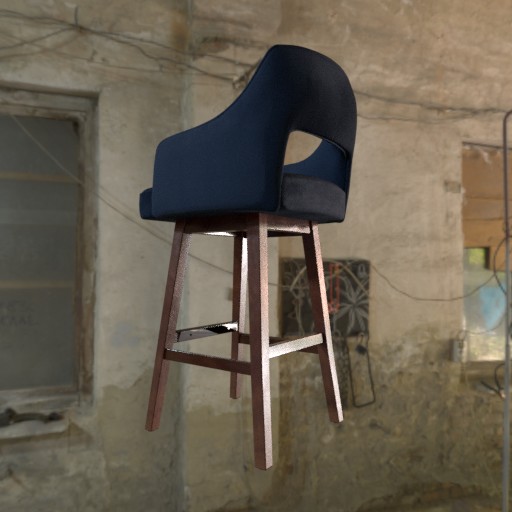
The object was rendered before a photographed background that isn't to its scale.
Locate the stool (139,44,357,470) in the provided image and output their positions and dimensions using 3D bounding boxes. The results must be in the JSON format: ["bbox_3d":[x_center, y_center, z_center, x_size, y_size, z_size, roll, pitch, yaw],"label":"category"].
[{"bbox_3d":[0.000,0.000,1.346,0.560,1.041,0.550,-1,-1,37],"label":"stool"}]
